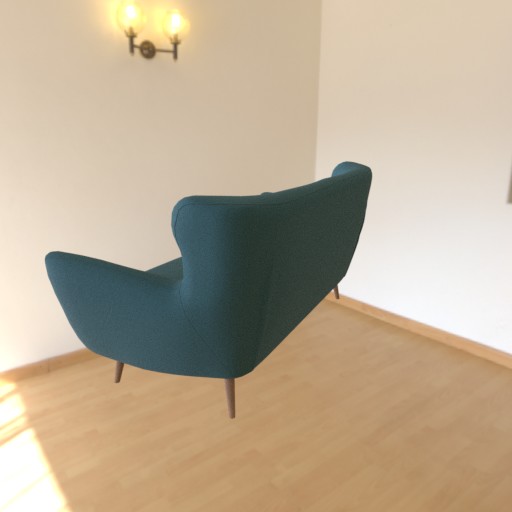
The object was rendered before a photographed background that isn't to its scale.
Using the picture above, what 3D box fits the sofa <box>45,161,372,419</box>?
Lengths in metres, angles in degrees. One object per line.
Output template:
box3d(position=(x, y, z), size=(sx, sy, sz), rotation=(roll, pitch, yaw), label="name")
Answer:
box3d(position=(0.000, 0.000, 2.343), size=(0.889, 0.890, 1.930), rotation=(8, 18, 26), label="sofa")
